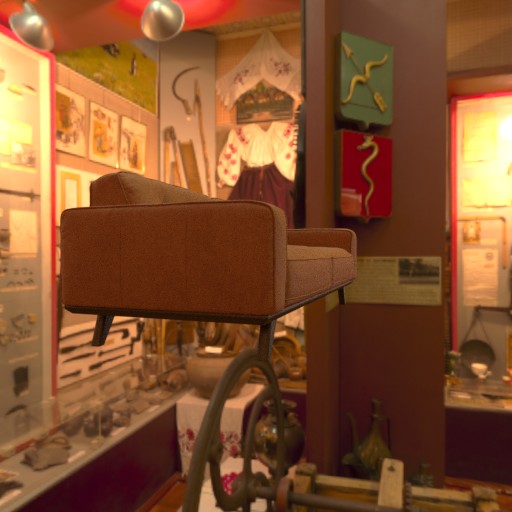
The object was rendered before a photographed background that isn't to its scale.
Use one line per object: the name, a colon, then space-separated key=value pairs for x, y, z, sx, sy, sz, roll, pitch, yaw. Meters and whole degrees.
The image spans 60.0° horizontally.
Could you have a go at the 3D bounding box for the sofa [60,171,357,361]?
sofa: x=0.000 y=0.000 z=2.721 sx=0.953 sy=0.780 sz=2.270 roll=0 pitch=0 yaw=20
